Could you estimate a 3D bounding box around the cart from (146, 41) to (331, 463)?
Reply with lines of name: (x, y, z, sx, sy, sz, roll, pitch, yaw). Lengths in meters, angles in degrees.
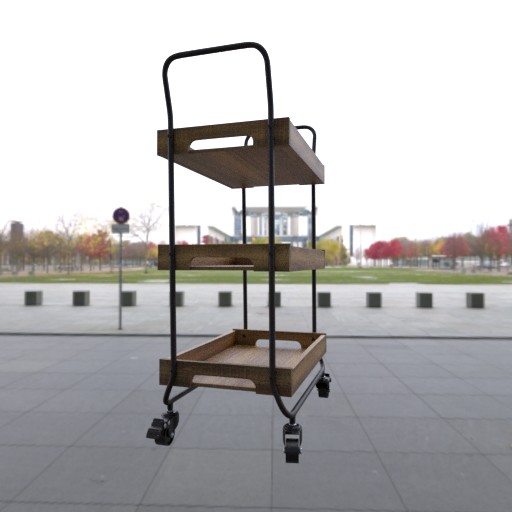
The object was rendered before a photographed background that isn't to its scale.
cart: (0.000, 0.000, 1.182, 0.339, 0.857, 0.583, 0, -1, 17)
